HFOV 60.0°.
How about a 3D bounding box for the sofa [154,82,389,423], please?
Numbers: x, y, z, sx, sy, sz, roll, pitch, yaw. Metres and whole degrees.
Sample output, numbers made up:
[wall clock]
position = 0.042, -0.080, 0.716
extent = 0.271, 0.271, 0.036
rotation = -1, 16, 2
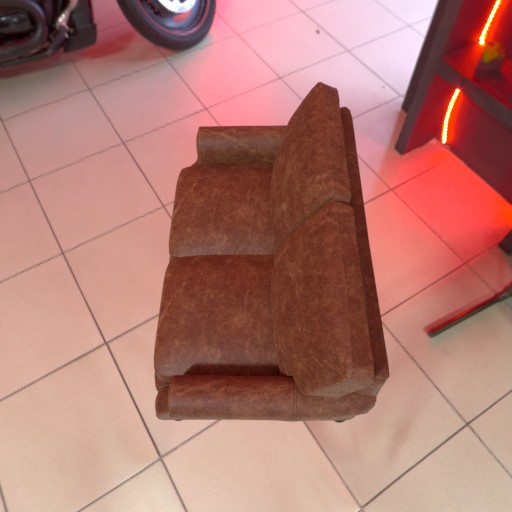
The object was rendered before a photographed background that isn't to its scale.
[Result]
[sofa]
position = 0.000, 0.000, 2.232
extent = 0.990, 0.967, 1.616
rotation = 0, 59, 0
